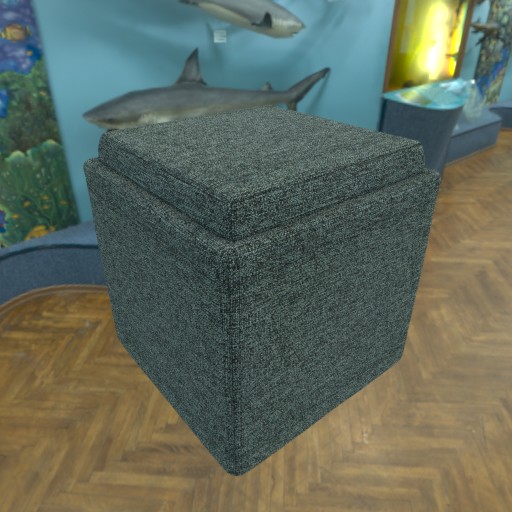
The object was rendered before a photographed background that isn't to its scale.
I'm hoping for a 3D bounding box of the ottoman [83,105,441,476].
[{"bbox_3d":[0.000,0.000,0.837,0.450,0.463,0.450,-22,37,-33],"label":"ottoman"}]
